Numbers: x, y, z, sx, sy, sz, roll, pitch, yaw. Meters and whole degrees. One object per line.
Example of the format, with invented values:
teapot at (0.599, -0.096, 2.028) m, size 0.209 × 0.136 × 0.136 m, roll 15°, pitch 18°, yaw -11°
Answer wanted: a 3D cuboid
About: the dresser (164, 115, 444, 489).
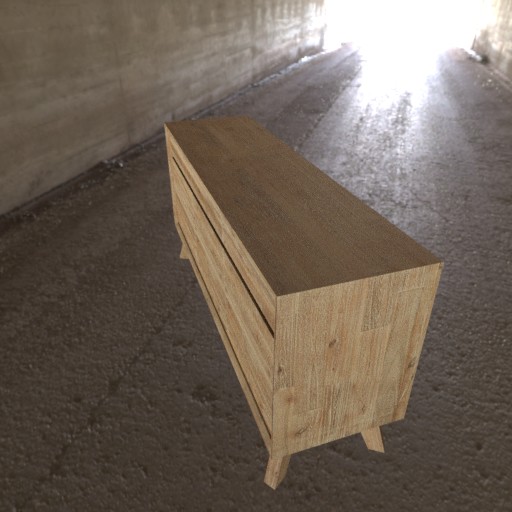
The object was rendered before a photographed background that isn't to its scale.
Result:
dresser at (0.000, 0.000, 1.908) m, size 0.455 × 0.788 × 1.602 m, roll -10°, pitch 33°, yaw -16°
